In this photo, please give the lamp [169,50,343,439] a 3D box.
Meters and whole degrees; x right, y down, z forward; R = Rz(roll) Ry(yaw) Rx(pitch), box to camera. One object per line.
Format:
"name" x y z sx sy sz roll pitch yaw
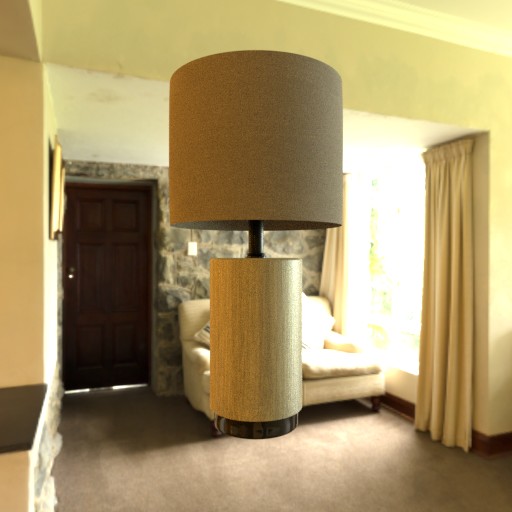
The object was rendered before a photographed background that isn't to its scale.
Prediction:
"lamp" 0.000 0.000 0.591 0.228 0.444 0.228 0 0 19
